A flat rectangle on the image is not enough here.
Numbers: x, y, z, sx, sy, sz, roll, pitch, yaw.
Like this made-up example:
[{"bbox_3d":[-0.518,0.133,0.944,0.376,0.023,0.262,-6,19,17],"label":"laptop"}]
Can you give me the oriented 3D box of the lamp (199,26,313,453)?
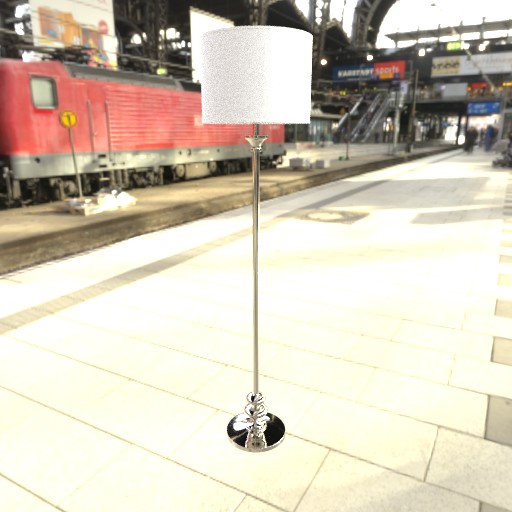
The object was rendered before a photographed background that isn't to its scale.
[{"bbox_3d":[0.000,0.000,1.601,0.356,1.487,0.356,8,18,26],"label":"lamp"}]
